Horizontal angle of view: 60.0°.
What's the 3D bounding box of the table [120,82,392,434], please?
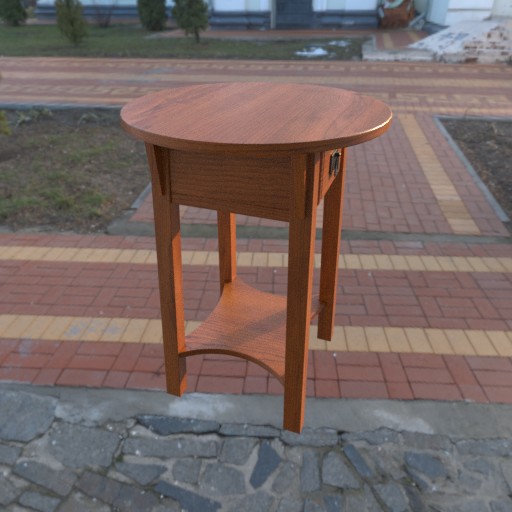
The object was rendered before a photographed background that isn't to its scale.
[{"bbox_3d":[0.000,0.000,0.925,0.457,0.610,0.457,0,31,0],"label":"table"}]
